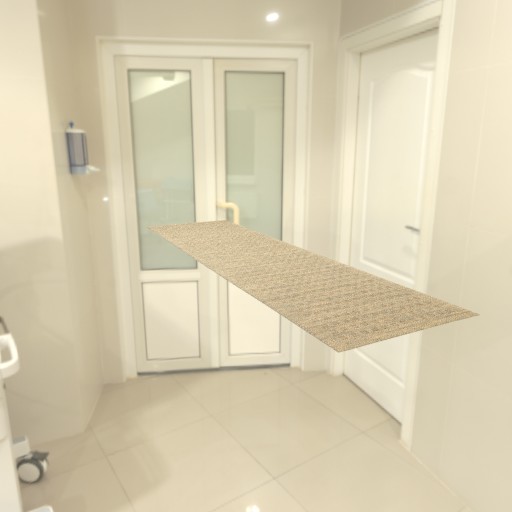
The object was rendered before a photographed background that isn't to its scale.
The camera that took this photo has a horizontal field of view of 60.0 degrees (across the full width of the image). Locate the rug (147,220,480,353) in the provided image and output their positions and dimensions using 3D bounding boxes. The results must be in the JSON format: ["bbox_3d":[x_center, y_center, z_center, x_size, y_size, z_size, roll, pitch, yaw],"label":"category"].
[{"bbox_3d":[0.000,0.000,2.616,0.688,0.005,2.437,-7,16,-27],"label":"rug"}]
